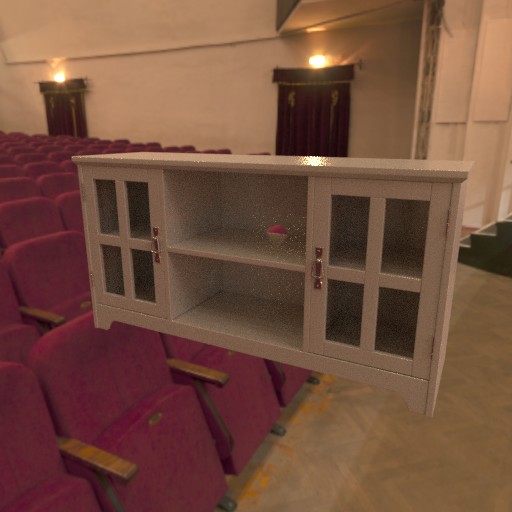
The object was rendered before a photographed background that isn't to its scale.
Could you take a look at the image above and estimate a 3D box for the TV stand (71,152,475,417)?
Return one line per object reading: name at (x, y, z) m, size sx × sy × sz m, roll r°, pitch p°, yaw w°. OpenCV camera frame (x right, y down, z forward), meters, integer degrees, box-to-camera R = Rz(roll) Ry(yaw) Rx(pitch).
TV stand at (0.000, 0.000, 1.404) m, size 1.167 × 0.603 × 0.344 m, roll 8°, pitch 18°, yaw 26°
